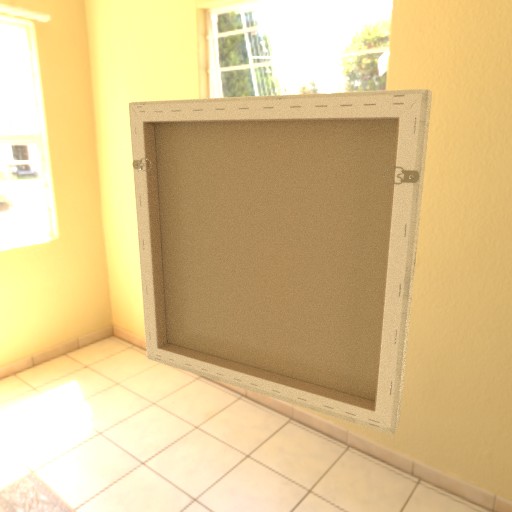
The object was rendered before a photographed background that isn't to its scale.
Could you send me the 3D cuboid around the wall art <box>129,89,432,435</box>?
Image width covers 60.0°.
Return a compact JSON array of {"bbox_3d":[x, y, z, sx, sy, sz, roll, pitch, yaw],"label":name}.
[{"bbox_3d":[0.000,0.000,0.901,0.610,0.611,0.040,8,18,28],"label":"wall art"}]
